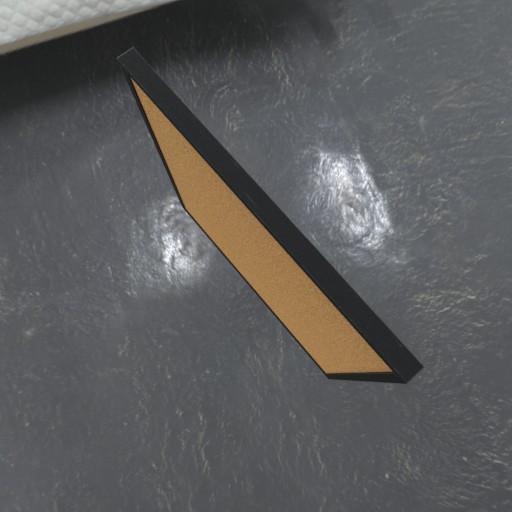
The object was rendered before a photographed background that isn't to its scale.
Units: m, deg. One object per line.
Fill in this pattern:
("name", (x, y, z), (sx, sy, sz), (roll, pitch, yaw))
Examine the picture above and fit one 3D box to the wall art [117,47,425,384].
("wall art", (0.000, 0.000, 1.119), (0.037, 0.761, 0.761), (-39, 78, -10))
